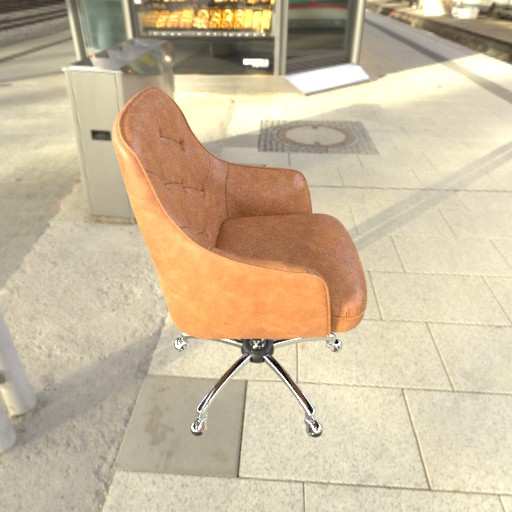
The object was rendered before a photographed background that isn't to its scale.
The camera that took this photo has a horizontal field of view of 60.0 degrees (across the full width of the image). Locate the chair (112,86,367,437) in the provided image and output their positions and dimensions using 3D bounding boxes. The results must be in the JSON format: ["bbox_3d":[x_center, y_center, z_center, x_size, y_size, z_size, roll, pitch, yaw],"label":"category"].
[{"bbox_3d":[0.000,0.000,1.301,0.615,0.909,0.628,1,33,1],"label":"chair"}]
